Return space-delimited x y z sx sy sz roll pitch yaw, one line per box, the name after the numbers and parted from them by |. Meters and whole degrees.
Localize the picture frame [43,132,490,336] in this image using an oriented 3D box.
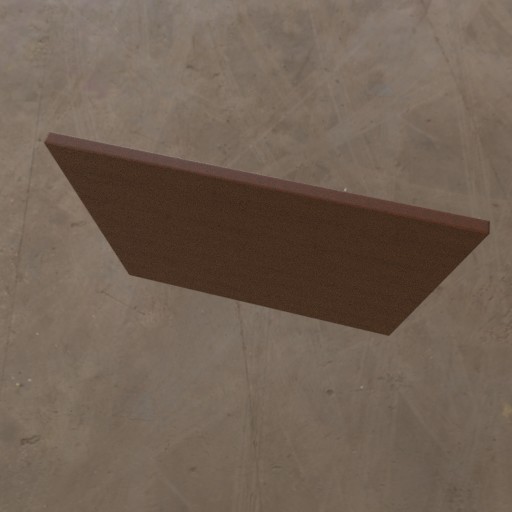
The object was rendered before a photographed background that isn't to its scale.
0.000 0.000 1.750 1.329 1.018 0.045 13 65 6 | picture frame
